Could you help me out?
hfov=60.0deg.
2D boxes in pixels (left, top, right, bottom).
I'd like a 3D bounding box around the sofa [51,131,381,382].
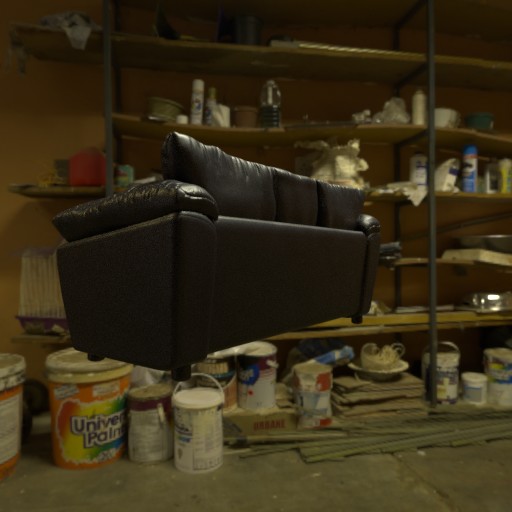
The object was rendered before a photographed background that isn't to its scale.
[{"bbox_3d":[0.000,0.000,2.872,0.880,1.073,2.336,0,0,36],"label":"sofa"}]
